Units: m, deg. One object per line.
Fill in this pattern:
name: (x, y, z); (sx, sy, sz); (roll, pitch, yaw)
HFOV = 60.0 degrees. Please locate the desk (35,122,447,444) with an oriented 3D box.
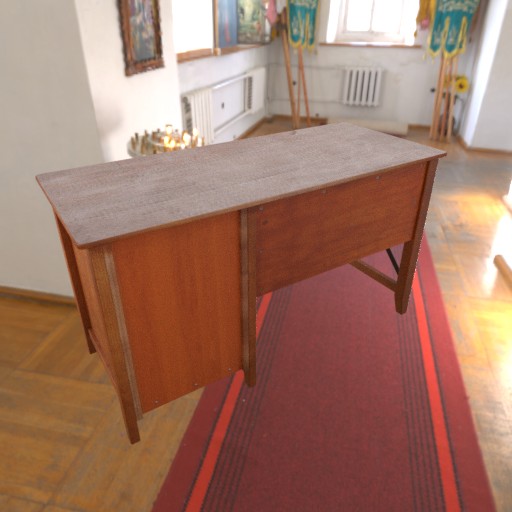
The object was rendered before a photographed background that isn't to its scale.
desk: (0.000, 0.000, 1.742); (1.353, 0.756, 0.574); (-18, 34, -28)
